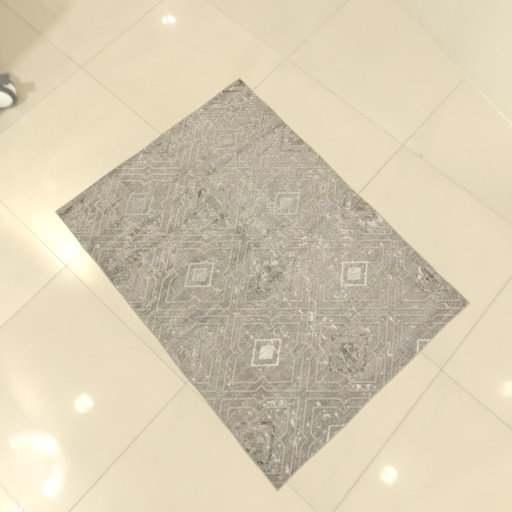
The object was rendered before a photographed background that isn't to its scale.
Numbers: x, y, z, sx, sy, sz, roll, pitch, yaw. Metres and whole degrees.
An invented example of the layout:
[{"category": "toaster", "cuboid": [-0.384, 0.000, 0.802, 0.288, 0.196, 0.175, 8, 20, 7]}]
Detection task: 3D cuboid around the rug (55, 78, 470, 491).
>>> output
[{"category": "rug", "cuboid": [0.000, 0.000, 4.309, 2.448, 0.020, 3.359, -40, 77, -11]}]
